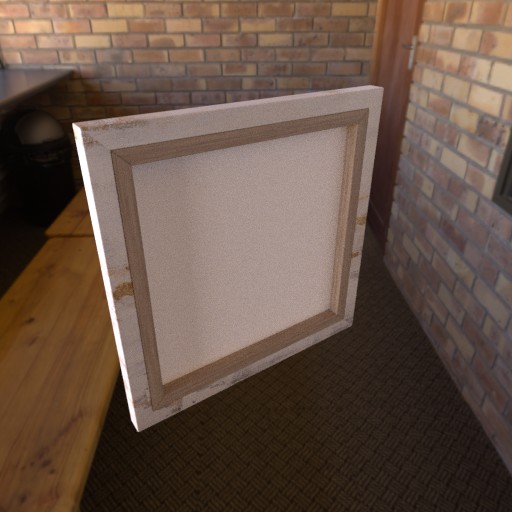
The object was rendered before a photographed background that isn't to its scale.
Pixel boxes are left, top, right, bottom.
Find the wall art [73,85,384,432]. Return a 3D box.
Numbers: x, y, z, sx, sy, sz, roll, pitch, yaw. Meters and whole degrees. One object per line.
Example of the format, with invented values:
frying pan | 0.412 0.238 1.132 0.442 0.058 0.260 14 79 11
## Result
wall art | 0.000 0.000 0.919 0.611 0.613 0.040 -19 34 -30
